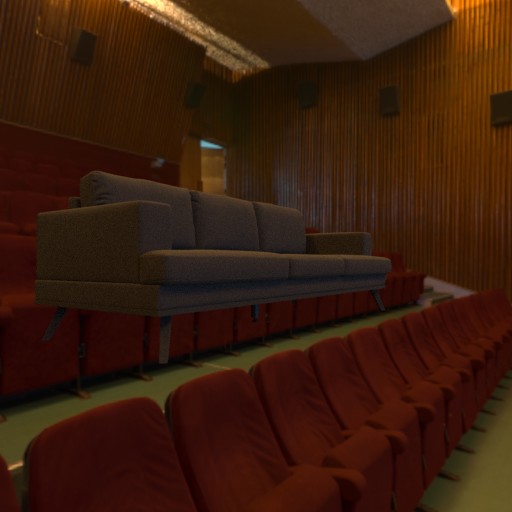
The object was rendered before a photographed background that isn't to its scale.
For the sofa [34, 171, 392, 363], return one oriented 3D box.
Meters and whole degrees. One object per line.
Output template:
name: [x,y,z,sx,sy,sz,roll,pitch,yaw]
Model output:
sofa: [0.000,0.000,2.743,0.920,0.810,2.310,-1,-1,36]
